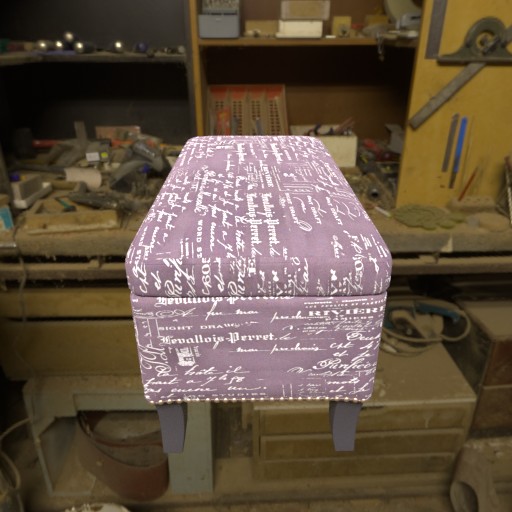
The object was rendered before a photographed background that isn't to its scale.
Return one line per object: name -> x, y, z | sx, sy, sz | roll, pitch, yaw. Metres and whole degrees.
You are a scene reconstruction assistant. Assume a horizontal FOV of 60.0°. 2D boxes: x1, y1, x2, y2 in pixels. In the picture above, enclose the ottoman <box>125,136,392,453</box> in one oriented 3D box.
ottoman -> 0.000, 0.000, 1.089 | 0.406, 0.457, 0.813 | 0, 27, -1
